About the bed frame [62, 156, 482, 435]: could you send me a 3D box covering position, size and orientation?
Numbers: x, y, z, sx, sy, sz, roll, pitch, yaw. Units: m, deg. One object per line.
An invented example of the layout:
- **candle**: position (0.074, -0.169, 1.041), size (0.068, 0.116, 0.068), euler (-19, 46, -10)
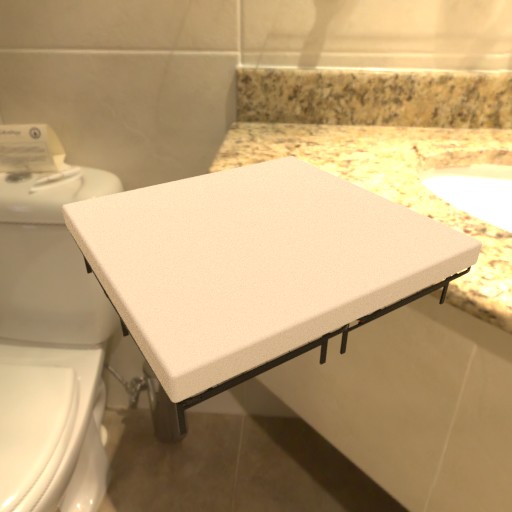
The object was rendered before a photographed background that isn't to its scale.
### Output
- **bed frame**: position (0.000, 0.000, 3.022), size (2.033, 0.525, 1.935), euler (-18, 35, -28)
